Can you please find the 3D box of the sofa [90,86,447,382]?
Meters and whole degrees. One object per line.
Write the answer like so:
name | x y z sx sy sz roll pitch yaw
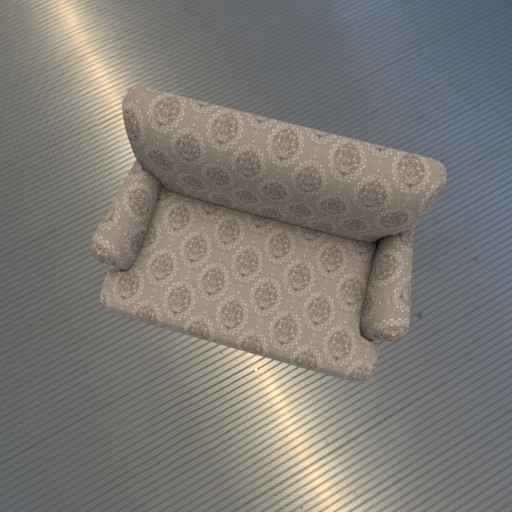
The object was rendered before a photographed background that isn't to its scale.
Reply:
sofa | 0.000 0.000 1.879 1.297 0.889 0.779 15 76 4
